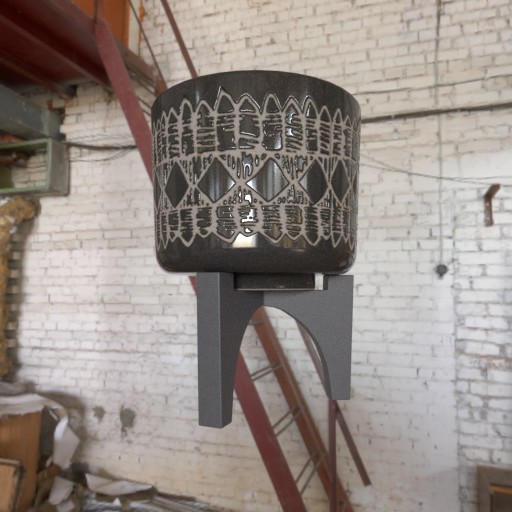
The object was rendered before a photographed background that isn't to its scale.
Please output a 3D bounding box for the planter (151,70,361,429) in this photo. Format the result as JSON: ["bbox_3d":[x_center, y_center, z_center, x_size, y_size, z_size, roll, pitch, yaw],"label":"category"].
[{"bbox_3d":[0.000,0.000,0.415,0.196,0.264,0.196,3,-5,-37],"label":"planter"}]
